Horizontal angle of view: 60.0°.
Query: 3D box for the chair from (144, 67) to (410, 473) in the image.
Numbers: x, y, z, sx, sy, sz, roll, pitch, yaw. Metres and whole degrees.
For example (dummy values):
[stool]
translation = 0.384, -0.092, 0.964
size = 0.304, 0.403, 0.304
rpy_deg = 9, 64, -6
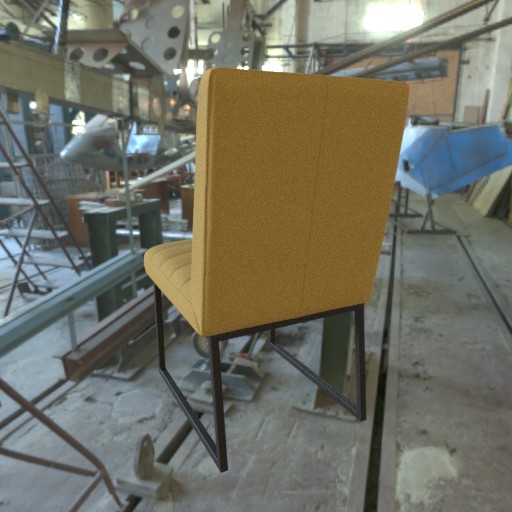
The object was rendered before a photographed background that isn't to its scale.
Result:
[chair]
translation = 0.000, 0.000, 1.295
size = 0.520, 0.930, 0.634
rpy_deg = -8, 17, -27
